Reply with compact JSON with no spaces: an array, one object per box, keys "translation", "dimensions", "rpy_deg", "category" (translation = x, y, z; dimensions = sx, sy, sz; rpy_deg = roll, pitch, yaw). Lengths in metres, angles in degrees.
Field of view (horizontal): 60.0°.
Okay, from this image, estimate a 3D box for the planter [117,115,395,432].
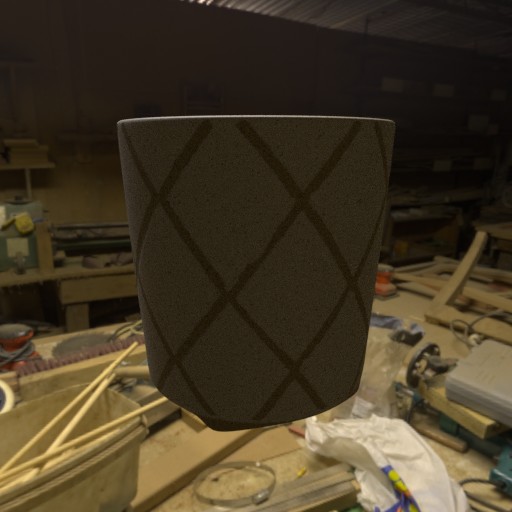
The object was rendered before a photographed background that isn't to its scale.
[{"translation":[0.000,0.000,0.407],"dimensions":[0.228,0.235,0.228],"rpy_deg":[0,15,0],"category":"planter"}]
